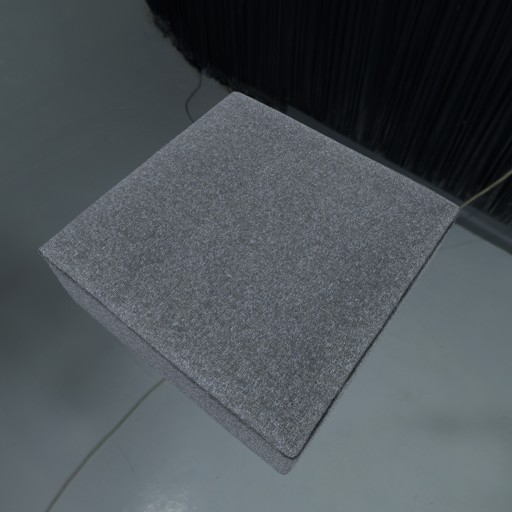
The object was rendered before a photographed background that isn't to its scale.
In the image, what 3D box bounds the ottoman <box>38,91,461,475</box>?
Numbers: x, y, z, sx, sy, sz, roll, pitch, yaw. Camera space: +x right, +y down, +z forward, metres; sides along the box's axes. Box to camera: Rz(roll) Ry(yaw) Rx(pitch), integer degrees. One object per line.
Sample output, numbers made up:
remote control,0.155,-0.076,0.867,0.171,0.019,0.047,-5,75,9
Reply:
ottoman,0.000,0.000,1.589,1.021,0.423,1.017,34,64,19
